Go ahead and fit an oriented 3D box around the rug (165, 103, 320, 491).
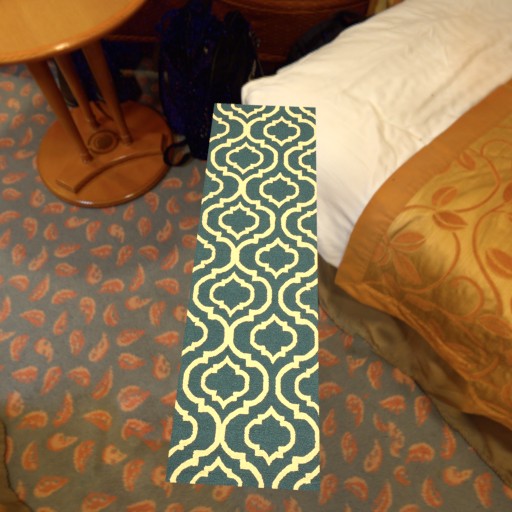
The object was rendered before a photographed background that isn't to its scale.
[{"bbox_3d":[0.000,0.000,2.485,0.685,0.006,2.296,3,63,1],"label":"rug"}]
